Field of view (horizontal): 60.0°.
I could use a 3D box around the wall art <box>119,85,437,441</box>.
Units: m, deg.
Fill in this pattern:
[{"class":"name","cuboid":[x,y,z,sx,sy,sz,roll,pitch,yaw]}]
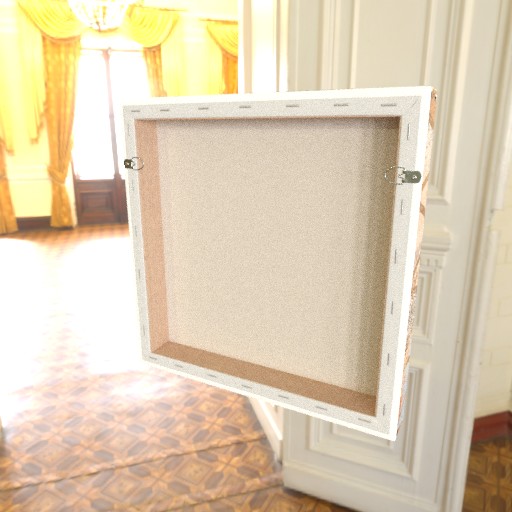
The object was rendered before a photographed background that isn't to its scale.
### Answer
[{"class":"wall art","cuboid":[0.000,0.000,0.441,0.303,0.304,0.036,8,18,27]}]
